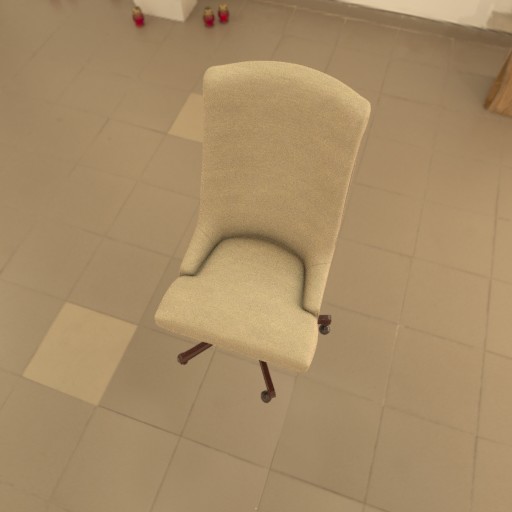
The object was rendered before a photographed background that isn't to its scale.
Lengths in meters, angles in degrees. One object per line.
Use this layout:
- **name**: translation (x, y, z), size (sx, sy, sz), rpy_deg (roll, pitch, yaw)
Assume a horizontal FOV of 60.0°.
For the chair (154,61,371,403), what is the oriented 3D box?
- **chair**: translation (0.000, 0.000, 1.480), size (0.645, 1.010, 0.696), rpy_deg (16, 62, 9)
